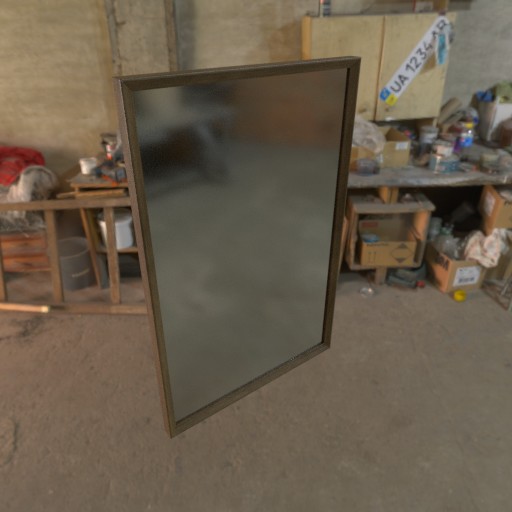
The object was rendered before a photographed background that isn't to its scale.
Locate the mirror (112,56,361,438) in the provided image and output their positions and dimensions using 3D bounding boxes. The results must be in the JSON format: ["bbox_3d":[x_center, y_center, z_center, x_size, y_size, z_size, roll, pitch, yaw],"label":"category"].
[{"bbox_3d":[0.000,0.000,1.150,0.609,0.915,0.041,-20,35,-32],"label":"mirror"}]
